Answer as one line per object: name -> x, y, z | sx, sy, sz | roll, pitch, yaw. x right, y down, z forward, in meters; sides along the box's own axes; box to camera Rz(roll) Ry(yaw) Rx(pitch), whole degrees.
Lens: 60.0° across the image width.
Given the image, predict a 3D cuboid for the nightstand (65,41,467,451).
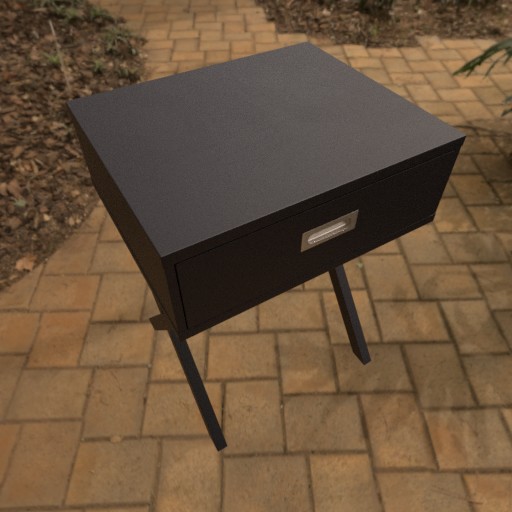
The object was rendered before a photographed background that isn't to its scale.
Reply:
nightstand -> 0.000, 0.000, 0.908 | 0.479, 0.623, 0.402 | -23, 51, -20
